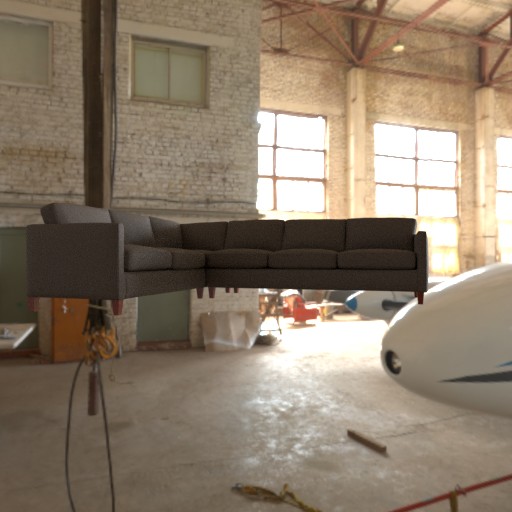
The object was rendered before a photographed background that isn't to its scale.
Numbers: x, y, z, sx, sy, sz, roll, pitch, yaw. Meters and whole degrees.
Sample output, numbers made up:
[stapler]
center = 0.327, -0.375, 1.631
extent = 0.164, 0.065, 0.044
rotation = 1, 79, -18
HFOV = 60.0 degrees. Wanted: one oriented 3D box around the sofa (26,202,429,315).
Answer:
[sofa]
center = 0.000, 0.000, 4.434
extent = 3.302, 0.947, 2.593
rotation = 0, 0, 17
